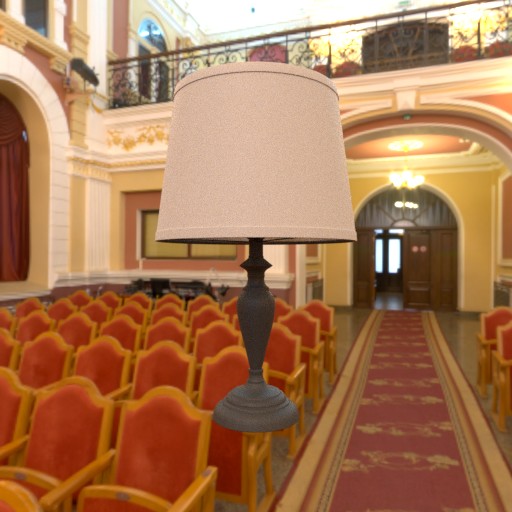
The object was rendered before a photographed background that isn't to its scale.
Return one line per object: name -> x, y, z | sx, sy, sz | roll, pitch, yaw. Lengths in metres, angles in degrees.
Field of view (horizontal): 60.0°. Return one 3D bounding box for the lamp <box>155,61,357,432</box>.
lamp -> 0.000, 0.000, 0.696 | 0.310, 0.501, 0.310 | 0, 0, 0
